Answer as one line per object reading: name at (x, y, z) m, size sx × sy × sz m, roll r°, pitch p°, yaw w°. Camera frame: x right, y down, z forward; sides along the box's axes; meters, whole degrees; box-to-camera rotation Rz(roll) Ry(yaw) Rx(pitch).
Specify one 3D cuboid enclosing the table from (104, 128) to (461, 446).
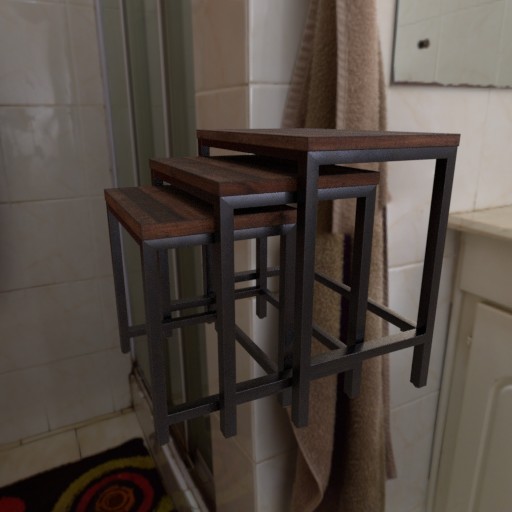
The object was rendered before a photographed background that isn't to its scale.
table at (0.000, 0.000, 1.142) m, size 0.660 × 0.616 × 0.608 m, roll -8°, pitch 19°, yaw -25°
